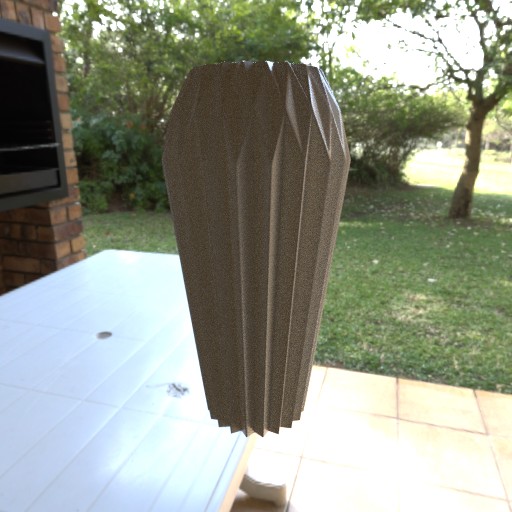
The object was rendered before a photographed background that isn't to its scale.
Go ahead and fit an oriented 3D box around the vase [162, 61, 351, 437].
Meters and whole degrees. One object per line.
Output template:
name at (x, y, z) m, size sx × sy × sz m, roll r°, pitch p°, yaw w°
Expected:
vase at (0.000, 0.000, 0.338) m, size 0.133 × 0.263 × 0.133 m, roll 0°, pitch 16°, yaw 0°
